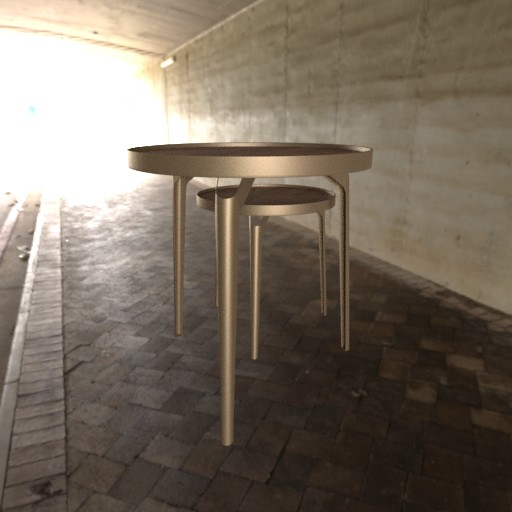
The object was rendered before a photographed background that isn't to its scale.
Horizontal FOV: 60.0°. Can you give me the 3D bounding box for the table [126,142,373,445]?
[{"bbox_3d":[0.000,0.000,1.147,0.532,0.555,0.751,3,17,9],"label":"table"}]
